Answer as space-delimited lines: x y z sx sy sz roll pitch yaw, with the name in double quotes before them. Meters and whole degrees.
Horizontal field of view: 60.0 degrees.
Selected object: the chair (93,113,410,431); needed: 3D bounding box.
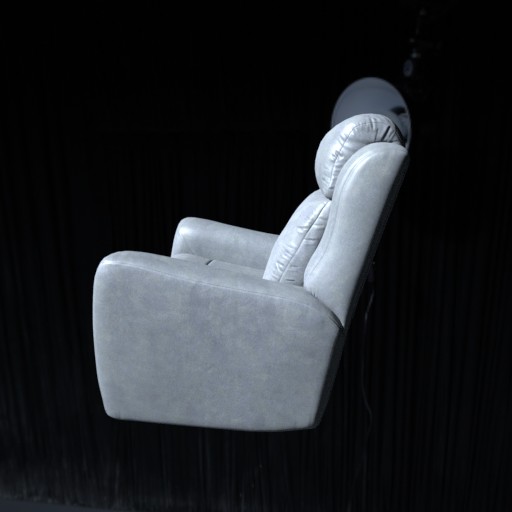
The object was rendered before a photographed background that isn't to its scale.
"chair" 0.000 0.000 1.889 1.068 1.116 0.967 2 14 9
